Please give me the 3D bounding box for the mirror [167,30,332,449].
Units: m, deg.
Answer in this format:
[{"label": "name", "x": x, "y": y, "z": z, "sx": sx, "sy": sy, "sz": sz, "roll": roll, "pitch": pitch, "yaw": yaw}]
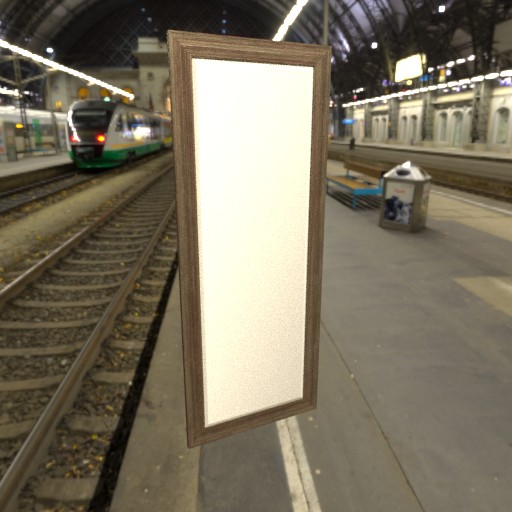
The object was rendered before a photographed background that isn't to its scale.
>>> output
[{"label": "mirror", "x": 0.000, "y": 0.000, "z": 2.274, "sx": 0.812, "sy": 2.032, "sz": 0.025, "roll": -8, "pitch": 17, "yaw": -25}]
